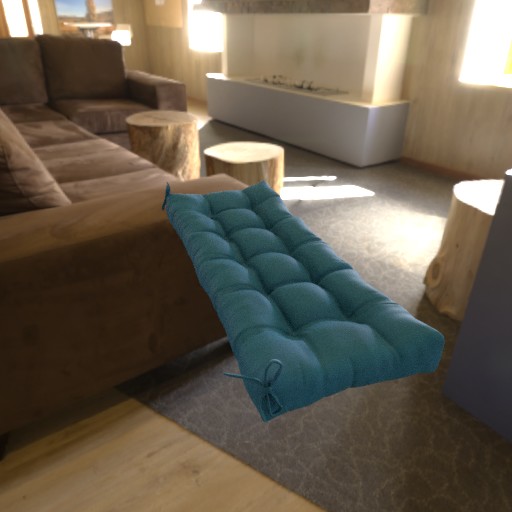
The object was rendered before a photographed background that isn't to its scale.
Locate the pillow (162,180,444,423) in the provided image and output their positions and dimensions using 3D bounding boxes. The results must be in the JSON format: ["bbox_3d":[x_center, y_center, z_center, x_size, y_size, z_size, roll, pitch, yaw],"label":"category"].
[{"bbox_3d":[0.000,0.000,1.384,0.511,0.174,1.194,-10,30,-17],"label":"pillow"}]
